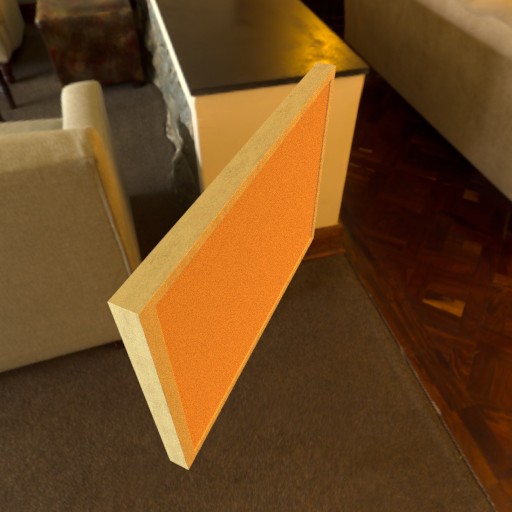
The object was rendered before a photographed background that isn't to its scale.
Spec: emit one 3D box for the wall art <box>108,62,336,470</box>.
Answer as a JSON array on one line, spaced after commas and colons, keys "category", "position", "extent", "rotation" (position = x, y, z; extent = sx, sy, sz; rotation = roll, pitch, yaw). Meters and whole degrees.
[{"category": "wall art", "position": [0.000, 0.000, 0.677], "extent": [0.032, 0.380, 0.532], "rotation": [19, 49, 17]}]
